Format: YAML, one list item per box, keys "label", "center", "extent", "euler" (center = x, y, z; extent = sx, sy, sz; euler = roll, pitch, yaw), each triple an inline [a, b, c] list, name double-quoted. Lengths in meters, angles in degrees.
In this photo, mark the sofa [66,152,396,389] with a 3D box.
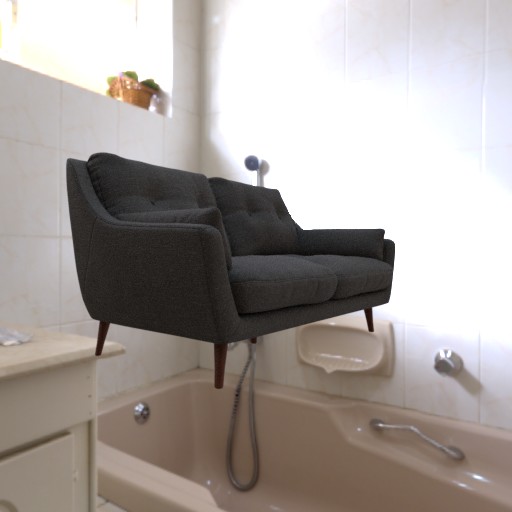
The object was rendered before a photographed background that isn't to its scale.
- label: "sofa"
  center: [0.000, 0.000, 2.234]
  extent: [0.976, 0.887, 1.646]
  euler: [0, 0, 37]
